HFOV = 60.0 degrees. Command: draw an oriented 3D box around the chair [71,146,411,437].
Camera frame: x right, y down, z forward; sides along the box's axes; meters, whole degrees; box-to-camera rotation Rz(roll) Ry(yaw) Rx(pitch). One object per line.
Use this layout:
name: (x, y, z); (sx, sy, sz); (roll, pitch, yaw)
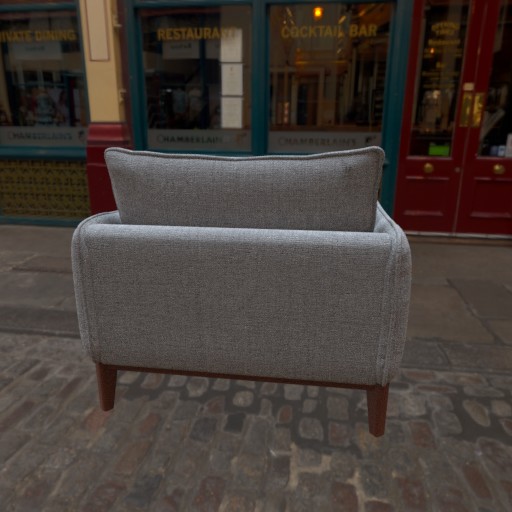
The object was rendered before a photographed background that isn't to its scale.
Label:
chair: (0.000, 0.000, 1.684); (0.993, 0.839, 0.976); (2, 16, 8)
